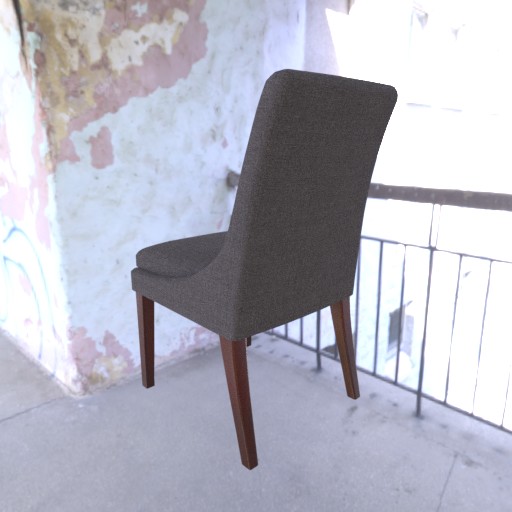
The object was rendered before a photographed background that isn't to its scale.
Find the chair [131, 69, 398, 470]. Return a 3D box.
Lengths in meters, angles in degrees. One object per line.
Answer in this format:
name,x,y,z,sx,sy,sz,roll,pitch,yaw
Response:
chair,0.000,0.000,1.338,0.508,0.952,0.655,-13,20,-42
